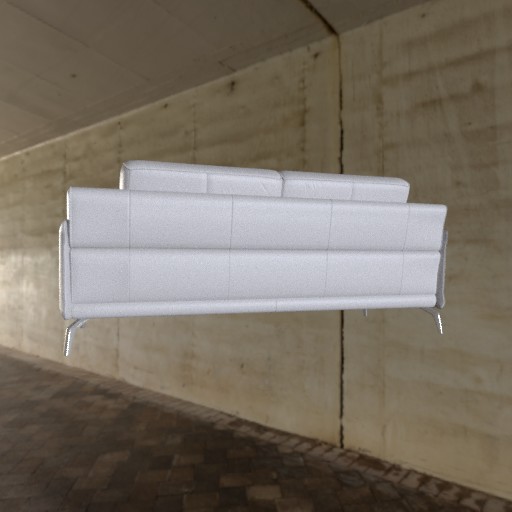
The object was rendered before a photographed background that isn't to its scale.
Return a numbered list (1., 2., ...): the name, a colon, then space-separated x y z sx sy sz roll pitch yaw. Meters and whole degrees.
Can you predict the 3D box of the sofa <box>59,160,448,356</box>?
1. sofa: 0.000 0.000 2.654 2.101 0.930 1.049 0 -1 -18
